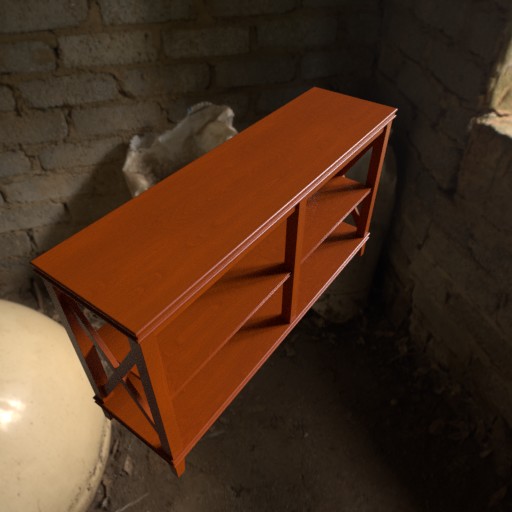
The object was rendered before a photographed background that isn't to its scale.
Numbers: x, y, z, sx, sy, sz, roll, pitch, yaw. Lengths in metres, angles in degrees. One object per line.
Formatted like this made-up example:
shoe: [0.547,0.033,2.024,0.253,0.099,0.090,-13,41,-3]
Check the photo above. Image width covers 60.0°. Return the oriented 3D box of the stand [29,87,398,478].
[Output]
stand: [0.000,0.000,1.669,0.381,0.762,1.372,26,48,26]
